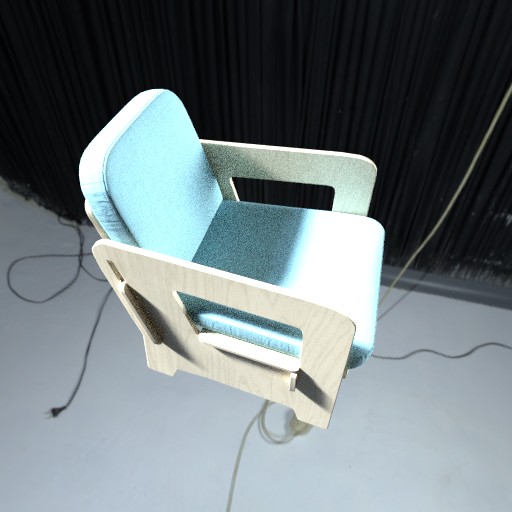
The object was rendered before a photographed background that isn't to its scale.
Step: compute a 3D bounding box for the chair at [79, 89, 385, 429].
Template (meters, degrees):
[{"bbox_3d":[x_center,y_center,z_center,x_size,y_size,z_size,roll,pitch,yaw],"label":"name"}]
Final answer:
[{"bbox_3d":[0.000,0.000,1.278,0.710,0.800,0.590,11,47,10],"label":"chair"}]
